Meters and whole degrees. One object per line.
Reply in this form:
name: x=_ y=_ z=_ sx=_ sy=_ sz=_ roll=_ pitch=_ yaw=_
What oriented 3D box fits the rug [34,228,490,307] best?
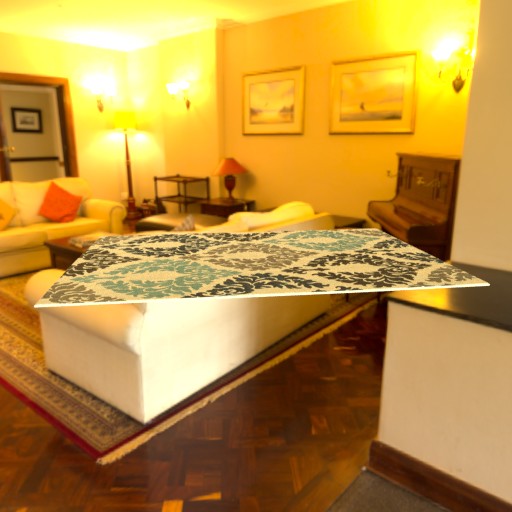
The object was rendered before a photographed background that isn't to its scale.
rug: x=0.000 y=0.000 z=2.899 sx=2.275 sy=0.014 sz=1.514 roll=-2 pitch=15 yaw=-8
